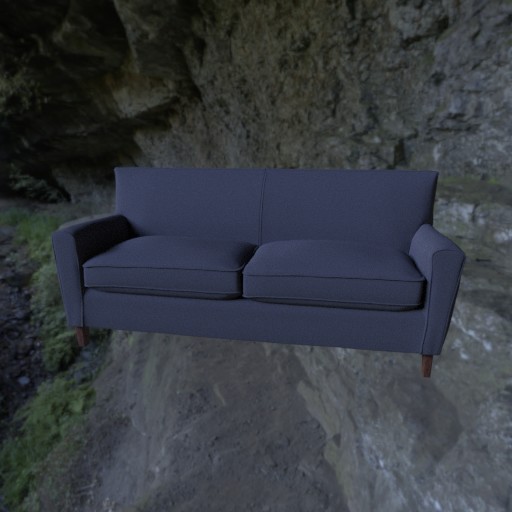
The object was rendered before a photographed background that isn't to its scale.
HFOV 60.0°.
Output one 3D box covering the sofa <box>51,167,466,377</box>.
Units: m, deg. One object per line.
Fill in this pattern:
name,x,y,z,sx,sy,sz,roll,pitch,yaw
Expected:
sofa,0.000,0.000,2.467,2.002,0.907,0.843,3,16,10
